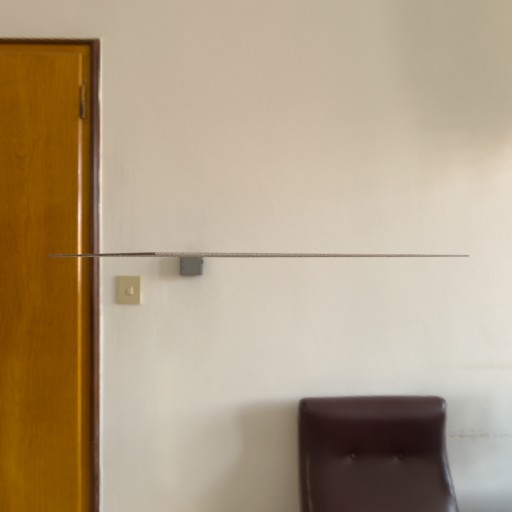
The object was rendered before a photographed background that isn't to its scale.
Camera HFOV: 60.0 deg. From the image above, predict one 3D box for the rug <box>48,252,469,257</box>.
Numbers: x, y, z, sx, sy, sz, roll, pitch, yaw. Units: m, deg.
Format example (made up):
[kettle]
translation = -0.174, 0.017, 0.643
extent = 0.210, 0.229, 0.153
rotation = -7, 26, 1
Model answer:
[rug]
translation = 0.000, 0.000, 3.874
extent = 2.895, 0.018, 2.288
rotation = 0, 0, -37
